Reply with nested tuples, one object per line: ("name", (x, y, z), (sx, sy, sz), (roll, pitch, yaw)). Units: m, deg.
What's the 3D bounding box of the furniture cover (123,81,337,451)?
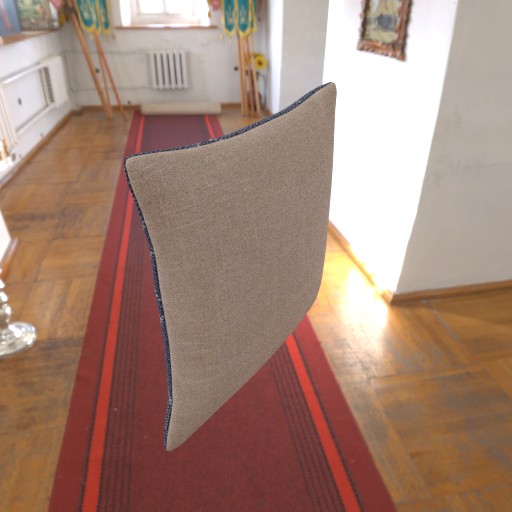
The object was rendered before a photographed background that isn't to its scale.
("furniture cover", (0.000, 0.000, 0.775), (0.162, 0.503, 0.511), (20, 37, 29))
